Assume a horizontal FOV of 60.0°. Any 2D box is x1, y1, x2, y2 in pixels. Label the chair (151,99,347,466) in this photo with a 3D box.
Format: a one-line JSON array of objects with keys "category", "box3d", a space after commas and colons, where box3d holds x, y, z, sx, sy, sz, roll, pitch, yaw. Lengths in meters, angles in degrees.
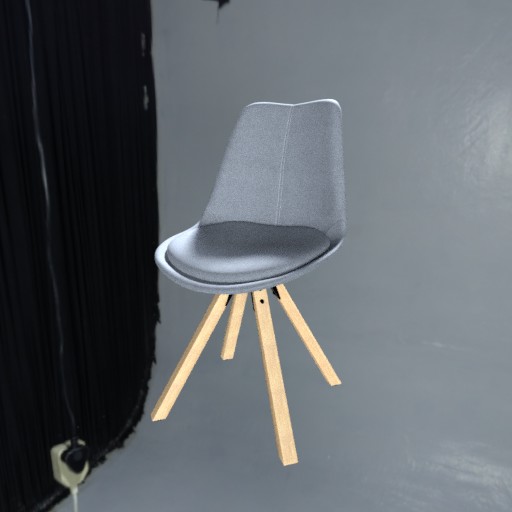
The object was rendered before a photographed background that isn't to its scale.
[{"category": "chair", "box3d": [0.000, 0.000, 1.241, 0.474, 0.863, 0.549, 7, 16, 26]}]
